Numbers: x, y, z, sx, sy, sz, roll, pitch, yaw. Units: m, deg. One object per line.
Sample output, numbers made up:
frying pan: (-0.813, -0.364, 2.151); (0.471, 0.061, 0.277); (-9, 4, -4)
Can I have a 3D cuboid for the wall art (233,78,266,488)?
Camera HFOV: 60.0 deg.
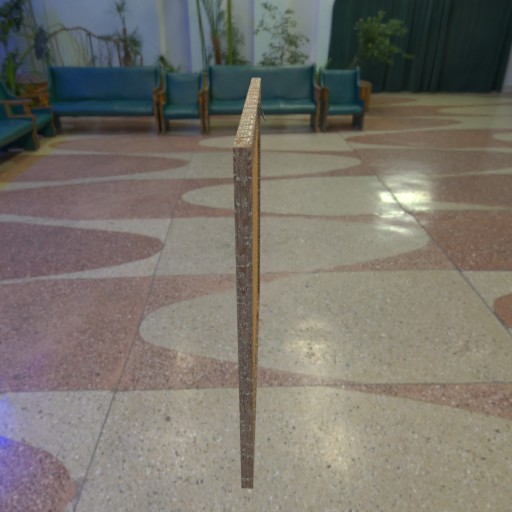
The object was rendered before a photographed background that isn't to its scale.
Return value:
wall art: (0.000, 0.000, 0.567); (0.022, 0.380, 0.380); (1, 29, 1)
